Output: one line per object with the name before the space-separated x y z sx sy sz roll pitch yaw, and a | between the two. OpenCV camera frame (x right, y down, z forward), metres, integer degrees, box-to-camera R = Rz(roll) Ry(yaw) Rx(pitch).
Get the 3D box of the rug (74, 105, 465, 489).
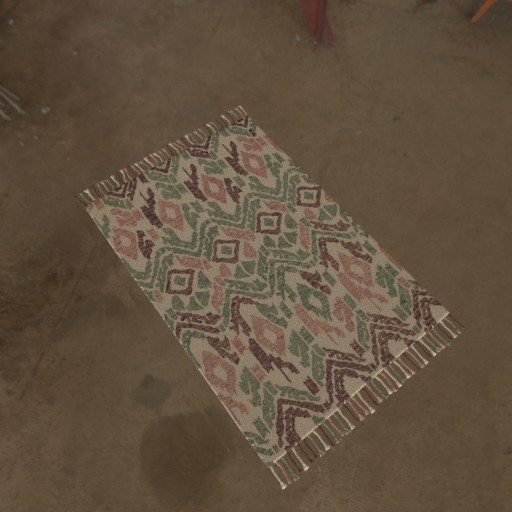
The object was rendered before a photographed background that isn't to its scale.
rug | 0.000 0.000 3.024 1.524 0.011 2.438 -34 67 -17
